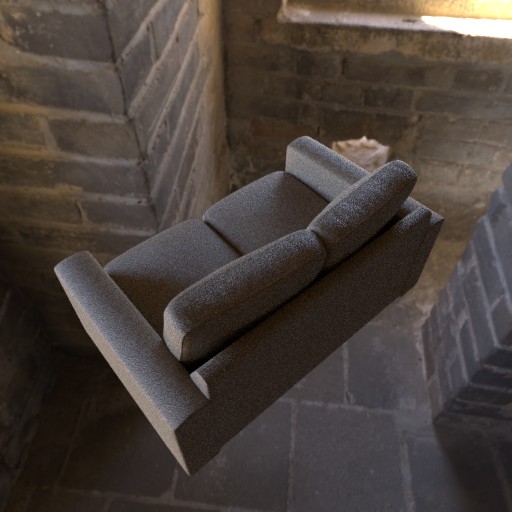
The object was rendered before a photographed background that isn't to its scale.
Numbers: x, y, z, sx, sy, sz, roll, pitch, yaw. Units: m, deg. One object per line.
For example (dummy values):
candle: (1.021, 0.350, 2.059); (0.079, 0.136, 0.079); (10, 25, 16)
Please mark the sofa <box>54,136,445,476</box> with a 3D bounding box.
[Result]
sofa: (0.000, 0.000, 2.189); (1.616, 0.873, 1.016); (-33, 56, -26)
